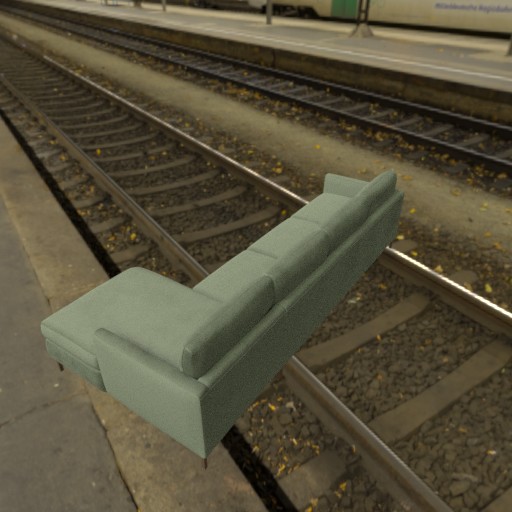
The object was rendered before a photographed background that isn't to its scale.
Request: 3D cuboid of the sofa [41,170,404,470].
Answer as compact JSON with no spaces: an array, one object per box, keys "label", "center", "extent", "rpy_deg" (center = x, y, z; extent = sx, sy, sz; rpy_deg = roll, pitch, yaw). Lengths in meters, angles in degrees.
[{"label":"sofa","center":[0.000,0.000,3.247],"extent":[1.255,0.756,2.725],"rpy_deg":[20,37,29]}]
